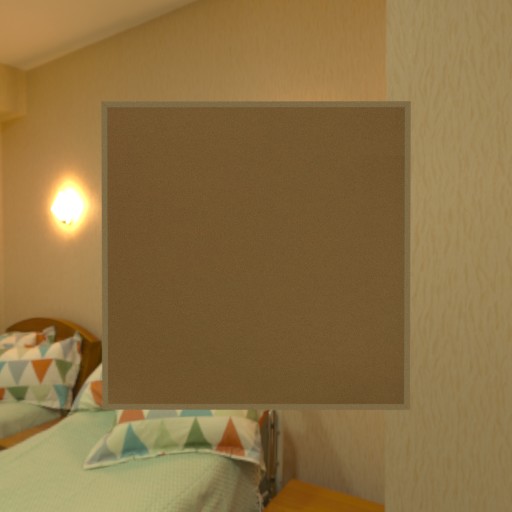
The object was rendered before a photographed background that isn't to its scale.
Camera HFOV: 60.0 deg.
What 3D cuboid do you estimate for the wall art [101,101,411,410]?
[{"bbox_3d":[0.000,0.000,0.807,0.557,0.557,0.012,0,0,0],"label":"wall art"}]
